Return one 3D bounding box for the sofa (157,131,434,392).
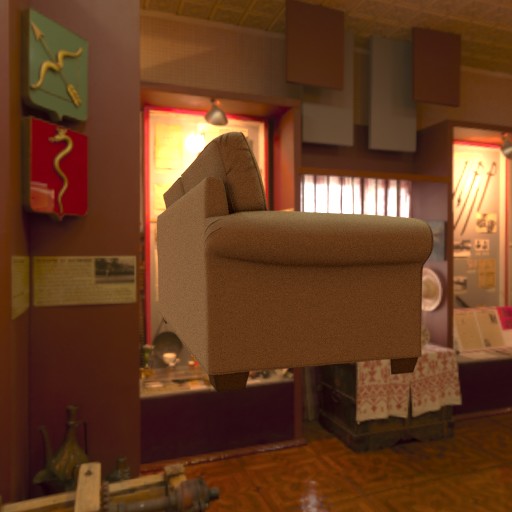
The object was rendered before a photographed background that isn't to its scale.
[{"bbox_3d":[0.000,0.000,2.505,0.940,0.952,1.930,0,1,-18],"label":"sofa"}]
